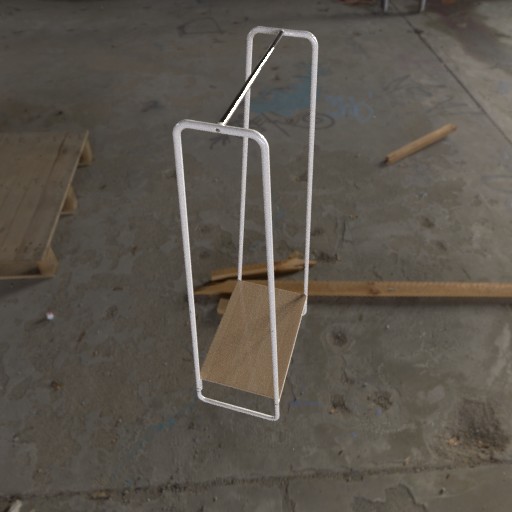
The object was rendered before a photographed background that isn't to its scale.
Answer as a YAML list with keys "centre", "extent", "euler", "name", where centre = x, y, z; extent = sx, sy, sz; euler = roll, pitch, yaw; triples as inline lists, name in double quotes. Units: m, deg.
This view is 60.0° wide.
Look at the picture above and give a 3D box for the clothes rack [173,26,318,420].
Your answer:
- centre: [0.000, 0.000, 1.769]
  extent: [0.400, 1.500, 0.640]
  euler: [12, 48, 11]
  name: "clothes rack"
